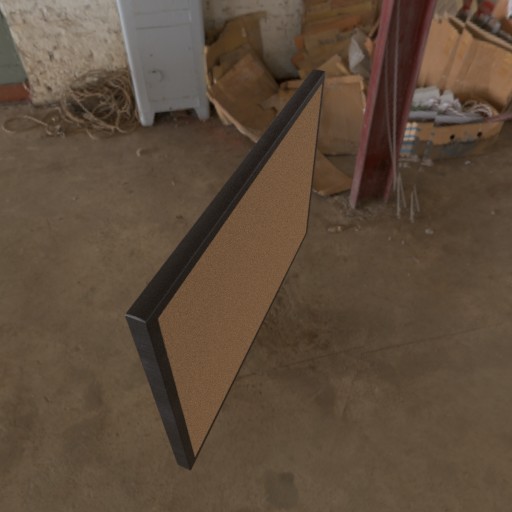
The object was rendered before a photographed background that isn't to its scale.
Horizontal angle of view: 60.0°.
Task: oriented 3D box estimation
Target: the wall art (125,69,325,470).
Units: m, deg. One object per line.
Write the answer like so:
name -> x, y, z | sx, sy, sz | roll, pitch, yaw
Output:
wall art -> 0.000, 0.000, 1.150 | 0.038, 0.612, 0.912 | 17, 48, 15
